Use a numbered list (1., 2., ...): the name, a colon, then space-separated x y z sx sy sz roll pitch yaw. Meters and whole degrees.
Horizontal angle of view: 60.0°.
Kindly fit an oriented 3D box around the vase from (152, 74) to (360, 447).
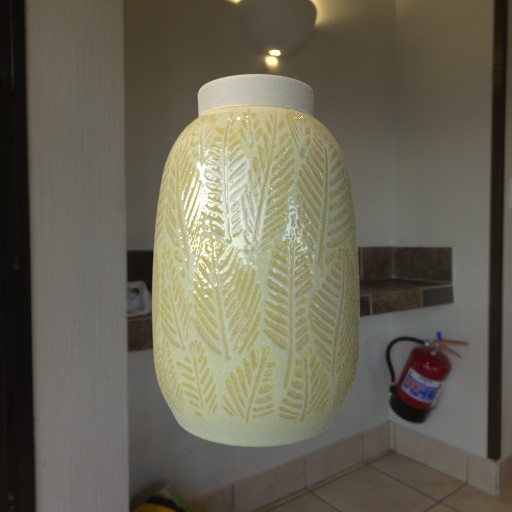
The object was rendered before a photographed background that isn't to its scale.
1. vase: 0.000 0.000 0.376 0.172 0.270 0.172 0 2 0
